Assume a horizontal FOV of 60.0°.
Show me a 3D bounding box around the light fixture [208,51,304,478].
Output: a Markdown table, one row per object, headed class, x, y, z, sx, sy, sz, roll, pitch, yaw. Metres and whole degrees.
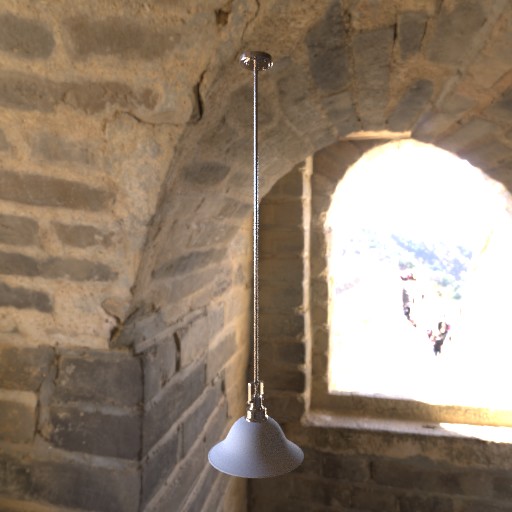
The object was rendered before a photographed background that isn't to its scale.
| class | x | y | z | sx | sy | sz | roll | pitch | yaw |
| --- | --- | --- | --- | --- | --- | --- | --- | --- | --- |
| light fixture | 0.000 | 0.000 | 1.515 | 0.324 | 1.354 | 0.324 | 0 | -1 | -38 |
